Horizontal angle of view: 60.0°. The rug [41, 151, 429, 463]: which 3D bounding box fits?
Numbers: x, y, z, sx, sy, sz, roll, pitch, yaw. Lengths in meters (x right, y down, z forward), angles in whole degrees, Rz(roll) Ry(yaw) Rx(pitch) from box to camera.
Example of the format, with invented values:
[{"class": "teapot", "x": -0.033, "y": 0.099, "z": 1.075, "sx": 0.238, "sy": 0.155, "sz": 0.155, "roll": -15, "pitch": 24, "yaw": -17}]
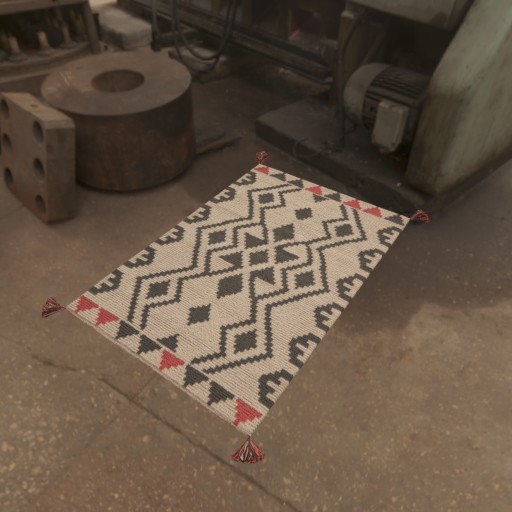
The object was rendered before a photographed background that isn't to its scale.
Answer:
[{"class": "rug", "x": 0.000, "y": 0.000, "z": 2.650, "sx": 1.444, "sy": 0.067, "sz": 2.069, "roll": 25, "pitch": 48, "yaw": 25}]
